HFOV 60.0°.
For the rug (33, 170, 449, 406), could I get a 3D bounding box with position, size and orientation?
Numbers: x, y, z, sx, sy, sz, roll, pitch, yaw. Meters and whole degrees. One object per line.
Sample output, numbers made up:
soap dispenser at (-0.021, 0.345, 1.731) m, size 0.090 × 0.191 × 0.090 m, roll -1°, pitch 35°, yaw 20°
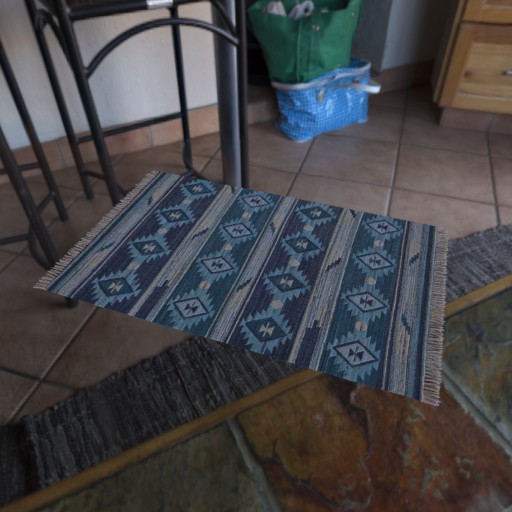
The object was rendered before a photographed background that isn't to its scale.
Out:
rug at (0.000, 0.000, 2.362) m, size 1.936 × 0.028 × 1.181 m, roll 13°, pitch 43°, yaw 15°
